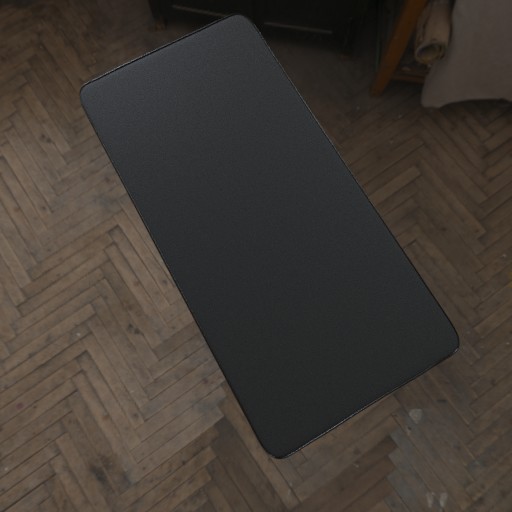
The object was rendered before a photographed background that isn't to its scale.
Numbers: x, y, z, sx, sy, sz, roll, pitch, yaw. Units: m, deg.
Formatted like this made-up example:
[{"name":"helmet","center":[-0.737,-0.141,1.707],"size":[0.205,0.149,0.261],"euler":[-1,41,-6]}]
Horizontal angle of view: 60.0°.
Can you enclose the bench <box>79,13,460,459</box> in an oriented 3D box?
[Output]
[{"name":"bench","center":[0.000,0.000,0.889],"size":[0.300,0.561,0.600],"euler":[-29,78,-7]}]
